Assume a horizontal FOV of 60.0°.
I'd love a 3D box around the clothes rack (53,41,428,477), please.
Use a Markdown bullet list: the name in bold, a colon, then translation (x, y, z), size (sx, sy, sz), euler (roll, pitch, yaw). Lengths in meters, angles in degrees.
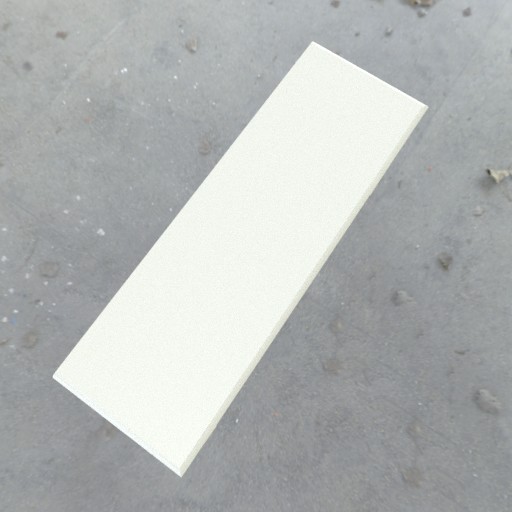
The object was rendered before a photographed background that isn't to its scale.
- **clothes rack**: translation (0.000, 0.000, 1.470), size (0.405, 0.558, 1.218), euler (34, 78, 8)
